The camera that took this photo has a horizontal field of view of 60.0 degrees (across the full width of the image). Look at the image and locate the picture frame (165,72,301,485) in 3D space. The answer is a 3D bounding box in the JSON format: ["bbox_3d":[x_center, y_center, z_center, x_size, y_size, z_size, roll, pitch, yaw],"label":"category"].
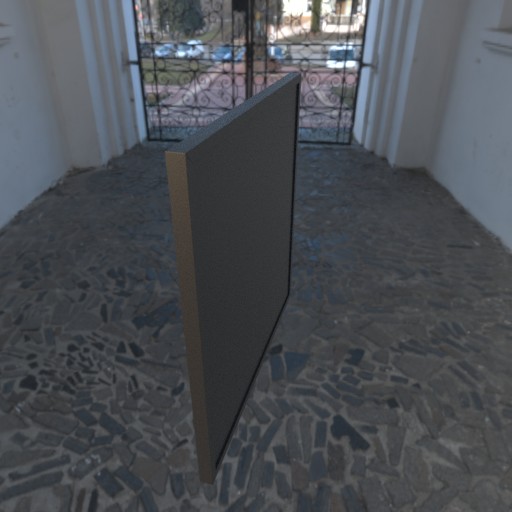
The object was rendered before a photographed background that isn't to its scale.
[{"bbox_3d":[0.000,0.000,1.139,0.032,0.775,0.775,9,32,15],"label":"picture frame"}]
